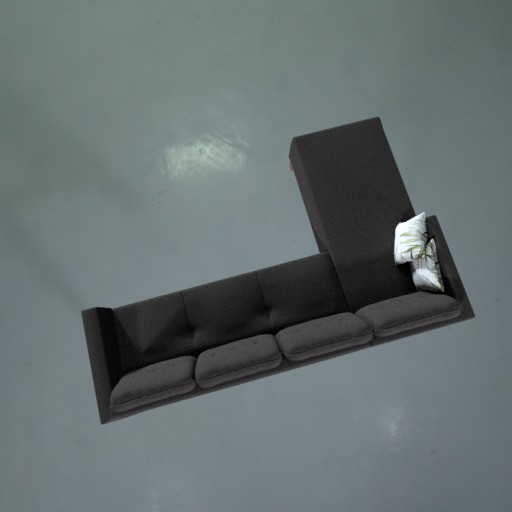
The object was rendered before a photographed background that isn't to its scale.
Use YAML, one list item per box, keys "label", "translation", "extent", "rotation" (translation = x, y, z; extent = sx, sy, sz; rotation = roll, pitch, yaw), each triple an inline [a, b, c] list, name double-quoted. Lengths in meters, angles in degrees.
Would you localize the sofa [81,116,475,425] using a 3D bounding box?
- label: "sofa"
  translation: [0.000, 0.000, 3.498]
  extent: [2.679, 0.932, 1.829]
  rotation: [-15, 76, -4]
